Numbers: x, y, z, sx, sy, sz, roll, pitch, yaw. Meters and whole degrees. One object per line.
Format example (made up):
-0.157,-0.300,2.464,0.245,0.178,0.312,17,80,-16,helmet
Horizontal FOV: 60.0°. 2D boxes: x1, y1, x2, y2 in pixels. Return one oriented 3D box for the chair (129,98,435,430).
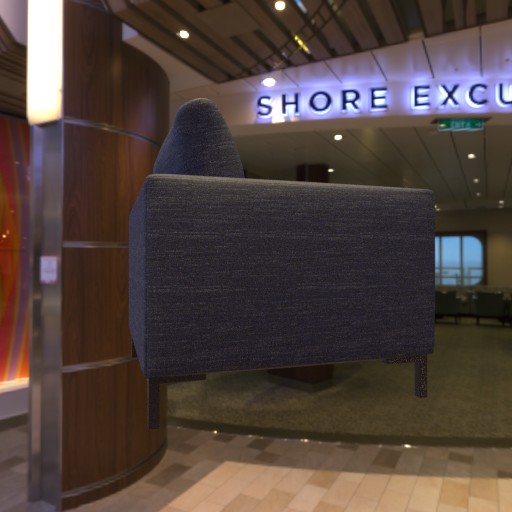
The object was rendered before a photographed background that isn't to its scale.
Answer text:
0.000,0.000,1.633,0.866,0.861,0.963,0,-1,-18,chair
